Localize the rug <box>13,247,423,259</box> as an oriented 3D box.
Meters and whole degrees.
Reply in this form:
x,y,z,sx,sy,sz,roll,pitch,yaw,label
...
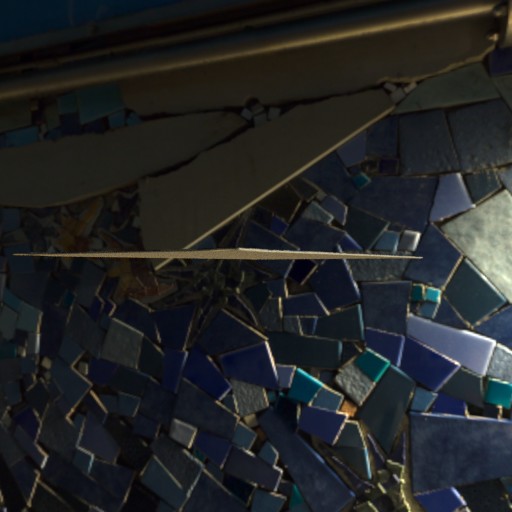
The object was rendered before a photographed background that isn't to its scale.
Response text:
x,y,z,sx,sy,sz,roll,pitch,yaw,label
0.000,0.000,2.063,1.072,0.013,1.698,-1,-1,35,rug
